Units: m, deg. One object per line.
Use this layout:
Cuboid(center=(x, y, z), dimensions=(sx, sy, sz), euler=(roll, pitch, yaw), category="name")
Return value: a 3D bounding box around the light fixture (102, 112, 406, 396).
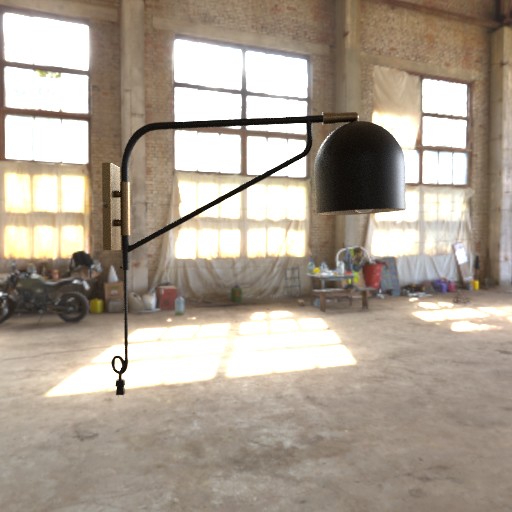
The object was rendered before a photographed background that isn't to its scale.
Cuboid(center=(0.000, 0.000, 1.082), dimensions=(0.720, 0.696, 0.215), euler=(0, 2, -1), category="light fixture")
